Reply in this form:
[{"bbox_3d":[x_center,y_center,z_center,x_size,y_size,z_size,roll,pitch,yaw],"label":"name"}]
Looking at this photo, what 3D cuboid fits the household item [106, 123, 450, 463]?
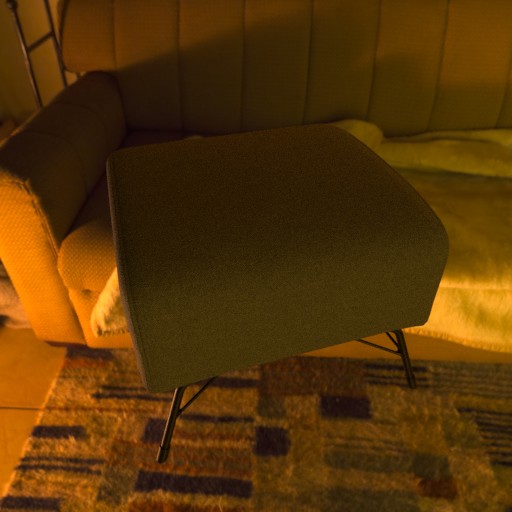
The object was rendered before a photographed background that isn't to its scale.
[{"bbox_3d":[0.000,0.000,0.910,0.530,0.410,0.530,-11,40,-13],"label":"household item"}]
